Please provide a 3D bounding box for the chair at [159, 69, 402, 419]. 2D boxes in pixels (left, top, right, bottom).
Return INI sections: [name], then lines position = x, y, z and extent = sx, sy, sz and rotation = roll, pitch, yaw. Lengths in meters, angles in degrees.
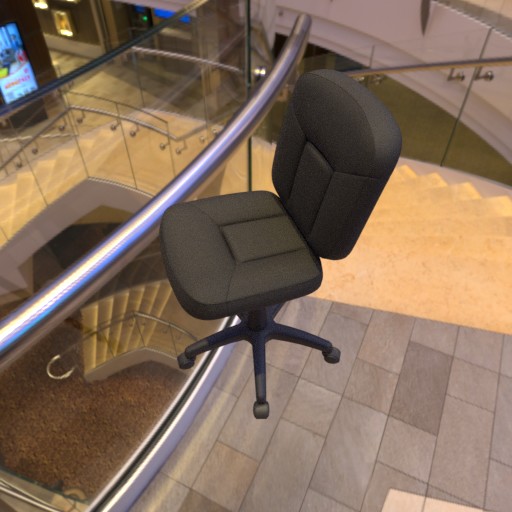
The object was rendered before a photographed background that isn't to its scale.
[chair]
position = 0.000, 0.000, 1.362
extent = 0.610, 0.972, 0.610
rotation = -15, 49, -14
